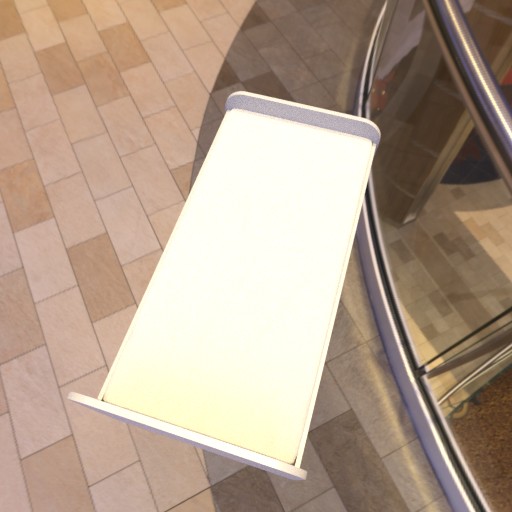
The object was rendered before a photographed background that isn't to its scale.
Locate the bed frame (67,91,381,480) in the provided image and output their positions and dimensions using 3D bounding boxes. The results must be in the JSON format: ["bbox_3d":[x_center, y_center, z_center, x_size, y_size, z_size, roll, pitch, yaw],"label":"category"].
[{"bbox_3d":[0.000,0.000,2.405,0.998,0.805,1.963,15,64,8],"label":"bed frame"}]
